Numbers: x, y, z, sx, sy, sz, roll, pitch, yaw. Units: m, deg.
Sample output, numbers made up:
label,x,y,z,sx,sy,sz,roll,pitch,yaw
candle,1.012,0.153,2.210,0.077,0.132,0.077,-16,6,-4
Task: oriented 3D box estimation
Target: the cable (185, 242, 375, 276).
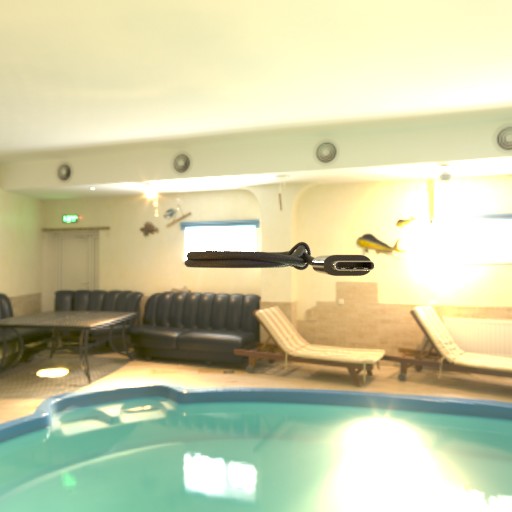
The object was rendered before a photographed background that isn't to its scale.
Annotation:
label,x,y,z,sx,sy,sz,roll,pitch,yaw
cable,0.000,0.000,0.223,0.070,0.014,0.203,0,0,0
